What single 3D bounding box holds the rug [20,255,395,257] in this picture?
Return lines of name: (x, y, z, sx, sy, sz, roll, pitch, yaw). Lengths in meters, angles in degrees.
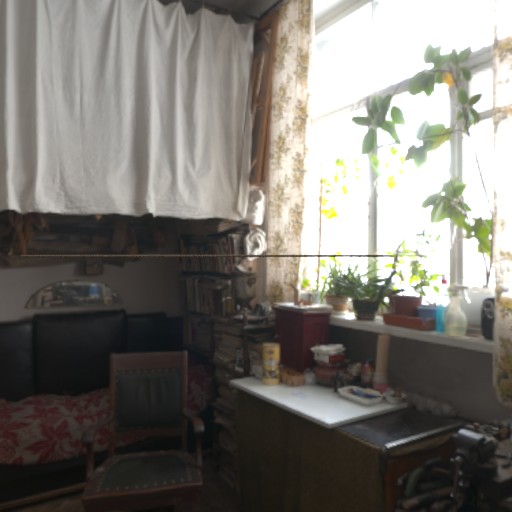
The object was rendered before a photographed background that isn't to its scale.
rug: (0.000, 0.000, 4.091, 2.439, 0.013, 3.048, 0, 0, 18)
